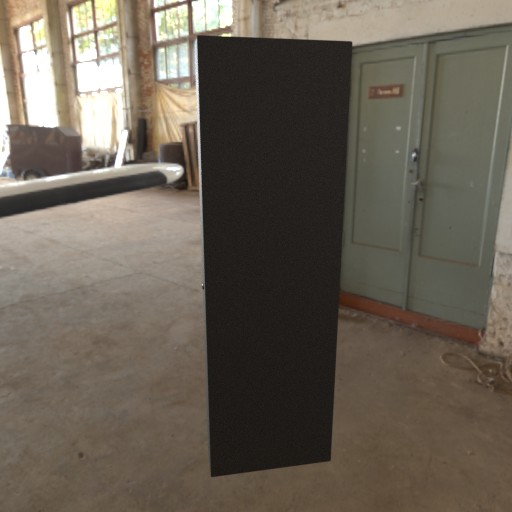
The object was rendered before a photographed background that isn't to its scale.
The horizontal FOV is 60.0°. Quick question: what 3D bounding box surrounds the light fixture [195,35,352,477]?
[{"bbox_3d":[0.000,0.000,0.399,0.105,0.330,0.149,-3,15,-10],"label":"light fixture"}]
